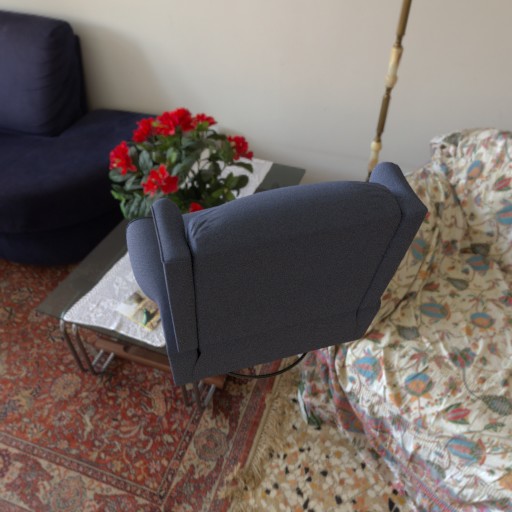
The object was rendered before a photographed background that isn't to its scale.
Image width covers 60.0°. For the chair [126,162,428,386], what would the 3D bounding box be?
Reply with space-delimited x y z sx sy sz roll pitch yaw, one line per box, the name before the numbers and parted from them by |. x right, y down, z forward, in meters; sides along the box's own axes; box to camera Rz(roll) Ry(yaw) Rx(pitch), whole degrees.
chair | 0.000 0.000 1.771 0.971 1.020 0.877 -11 43 -12
